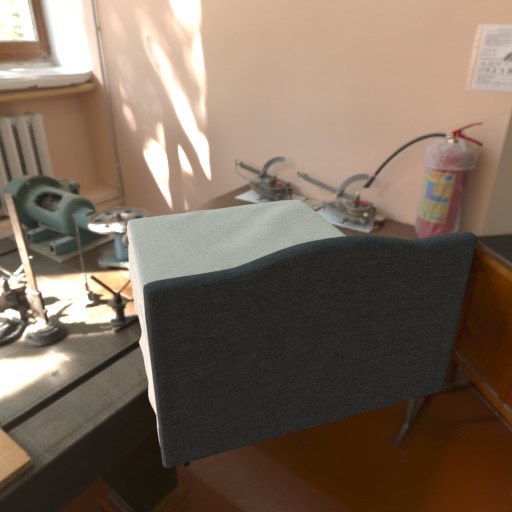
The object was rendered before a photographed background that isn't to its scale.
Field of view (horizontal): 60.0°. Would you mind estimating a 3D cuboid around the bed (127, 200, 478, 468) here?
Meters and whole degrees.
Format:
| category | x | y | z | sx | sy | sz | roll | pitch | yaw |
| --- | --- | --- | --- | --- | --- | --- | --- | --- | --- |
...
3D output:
| category | x | y | z | sx | sy | sz | roll | pitch | yaw |
| --- | --- | --- | --- | --- | --- | --- | --- | --- | --- |
| bed | 0.000 | 0.000 | 3.883 | 2.161 | 1.457 | 2.689 | -9 | 28 | -17 |
